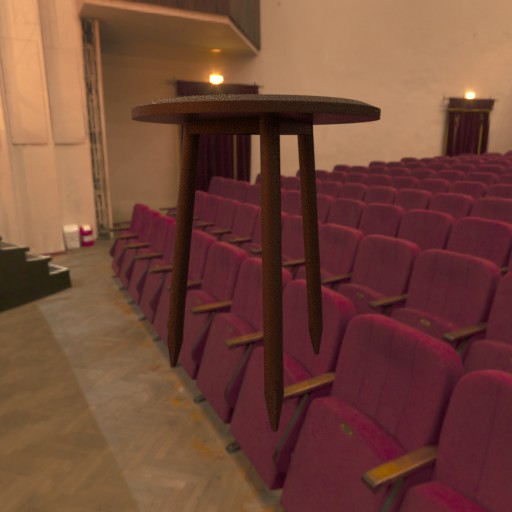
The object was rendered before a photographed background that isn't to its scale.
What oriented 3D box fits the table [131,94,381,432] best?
[{"bbox_3d":[0.000,0.000,0.910,0.457,0.585,0.457,0,14,0],"label":"table"}]
